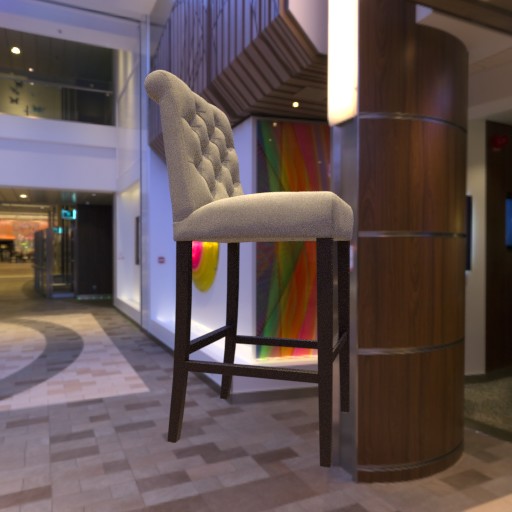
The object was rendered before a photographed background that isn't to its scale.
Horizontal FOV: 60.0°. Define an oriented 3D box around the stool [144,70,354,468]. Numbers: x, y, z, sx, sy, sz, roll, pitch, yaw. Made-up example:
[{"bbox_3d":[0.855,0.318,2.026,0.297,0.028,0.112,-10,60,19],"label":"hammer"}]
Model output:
[{"bbox_3d":[0.000,0.000,1.488,0.601,1.140,0.493,0,1,18],"label":"stool"}]
